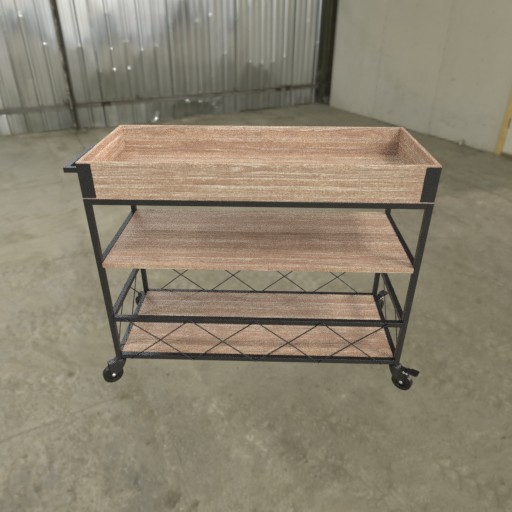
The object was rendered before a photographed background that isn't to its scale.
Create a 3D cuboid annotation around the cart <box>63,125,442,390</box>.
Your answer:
[{"bbox_3d":[0.000,0.000,1.529,1.101,0.787,0.500,1,30,2],"label":"cart"}]
